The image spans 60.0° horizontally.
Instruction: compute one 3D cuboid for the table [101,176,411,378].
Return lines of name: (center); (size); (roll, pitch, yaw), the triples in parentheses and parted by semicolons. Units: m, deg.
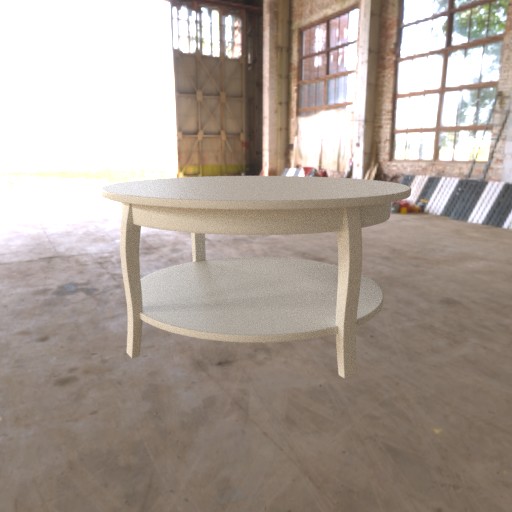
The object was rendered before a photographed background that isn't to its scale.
table: (0.000, 0.000, 1.425); (0.910, 0.457, 0.910); (0, 13, 0)
